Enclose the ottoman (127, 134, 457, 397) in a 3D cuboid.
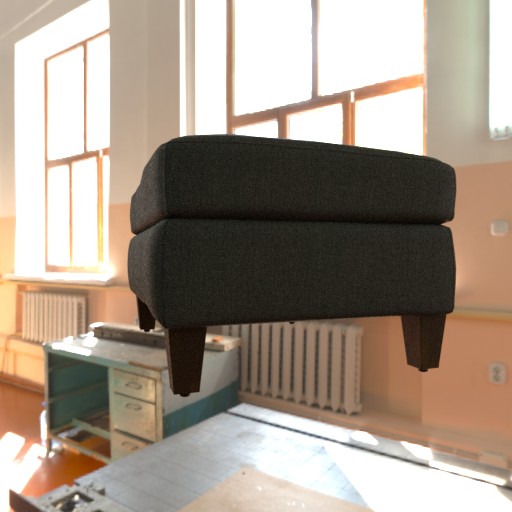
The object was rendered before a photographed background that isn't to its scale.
[{"bbox_3d":[0.000,0.000,1.202,0.639,0.496,0.826,0,0,-19],"label":"ottoman"}]
